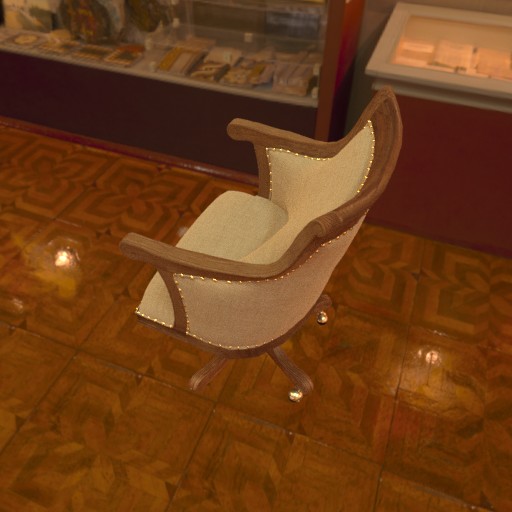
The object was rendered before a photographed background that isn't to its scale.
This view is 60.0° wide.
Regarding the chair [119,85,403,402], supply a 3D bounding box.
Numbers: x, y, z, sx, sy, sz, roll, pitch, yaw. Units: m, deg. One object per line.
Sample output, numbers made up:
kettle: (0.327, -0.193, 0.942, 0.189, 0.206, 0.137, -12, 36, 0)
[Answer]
chair: (0.000, 0.000, 1.418, 0.689, 0.965, 0.656, 18, 49, 16)
